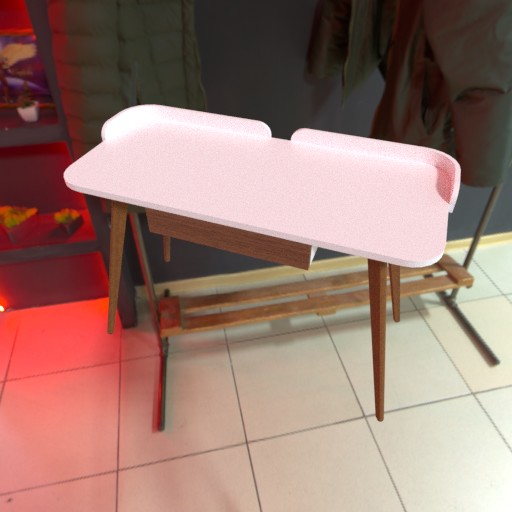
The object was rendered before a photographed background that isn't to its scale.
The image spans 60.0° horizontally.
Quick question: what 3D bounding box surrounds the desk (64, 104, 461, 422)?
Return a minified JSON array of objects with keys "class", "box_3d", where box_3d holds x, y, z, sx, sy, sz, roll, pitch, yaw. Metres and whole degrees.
[{"class":"desk","box_3d":[0.000,0.000,1.655,1.206,0.807,0.534,14,43,15]}]
